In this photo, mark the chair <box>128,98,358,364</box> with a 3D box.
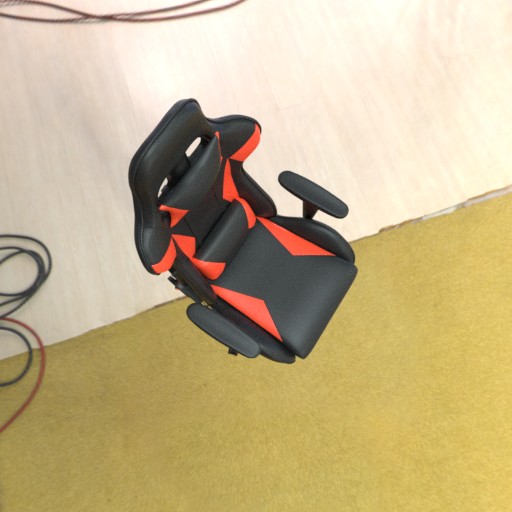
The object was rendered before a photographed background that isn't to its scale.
[{"bbox_3d":[0.000,0.000,1.647,0.730,1.282,0.695,32,77,8],"label":"chair"}]
